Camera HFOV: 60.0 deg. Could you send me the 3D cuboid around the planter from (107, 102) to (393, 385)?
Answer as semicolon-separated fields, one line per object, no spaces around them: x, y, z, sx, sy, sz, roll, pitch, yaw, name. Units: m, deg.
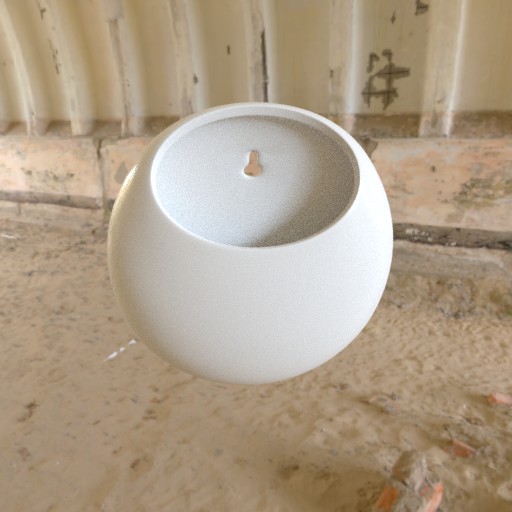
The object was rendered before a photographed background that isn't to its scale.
0.000;0.000;0.286;0.185;0.188;0.043;-2;17;-8;planter
